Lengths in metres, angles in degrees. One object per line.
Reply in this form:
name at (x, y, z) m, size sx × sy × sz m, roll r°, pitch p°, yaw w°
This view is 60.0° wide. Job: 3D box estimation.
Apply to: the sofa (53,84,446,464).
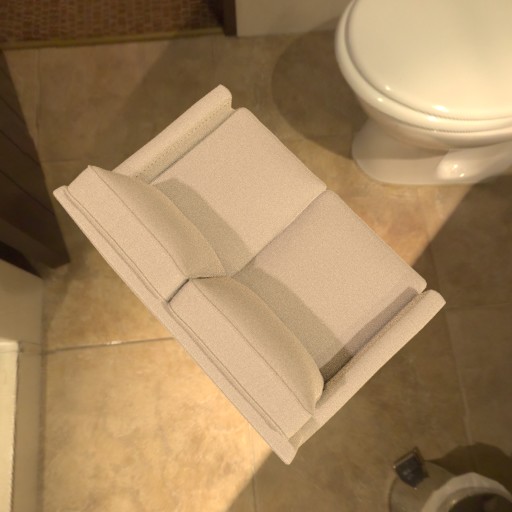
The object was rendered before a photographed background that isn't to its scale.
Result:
sofa at (0.000, 0.000, 2.233) m, size 1.084 × 1.003 × 1.597 m, roll -42°, pitch 79°, yaw -10°
